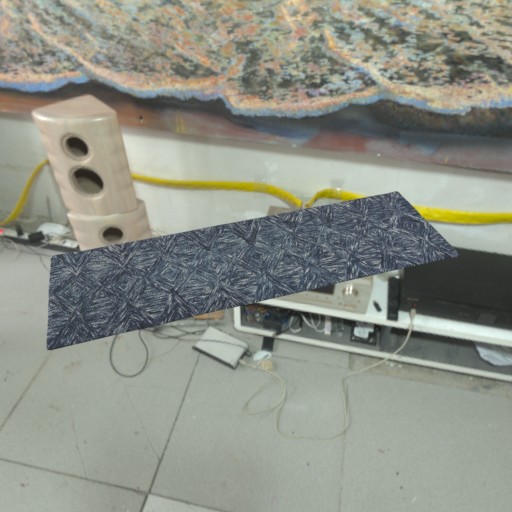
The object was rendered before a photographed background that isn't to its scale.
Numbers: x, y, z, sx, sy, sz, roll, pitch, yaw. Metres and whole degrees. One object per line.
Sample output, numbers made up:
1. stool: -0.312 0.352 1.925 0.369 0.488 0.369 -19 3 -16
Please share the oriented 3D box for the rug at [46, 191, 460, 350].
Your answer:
1. rug: 0.000 0.000 2.604 2.306 0.013 0.719 -12 43 -13
